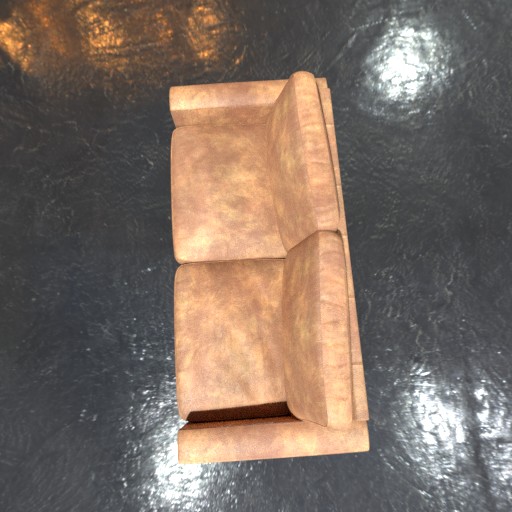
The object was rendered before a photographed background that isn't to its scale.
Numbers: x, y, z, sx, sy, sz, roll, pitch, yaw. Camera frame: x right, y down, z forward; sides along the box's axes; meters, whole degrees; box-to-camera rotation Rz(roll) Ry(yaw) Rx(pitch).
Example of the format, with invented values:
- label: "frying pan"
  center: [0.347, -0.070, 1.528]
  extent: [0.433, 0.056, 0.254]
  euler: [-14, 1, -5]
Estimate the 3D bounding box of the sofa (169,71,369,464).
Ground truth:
- label: "sofa"
  center: [0.000, 0.000, 2.614]
  extent: [1.016, 0.873, 2.179]
  euler: [-4, 76, -1]
